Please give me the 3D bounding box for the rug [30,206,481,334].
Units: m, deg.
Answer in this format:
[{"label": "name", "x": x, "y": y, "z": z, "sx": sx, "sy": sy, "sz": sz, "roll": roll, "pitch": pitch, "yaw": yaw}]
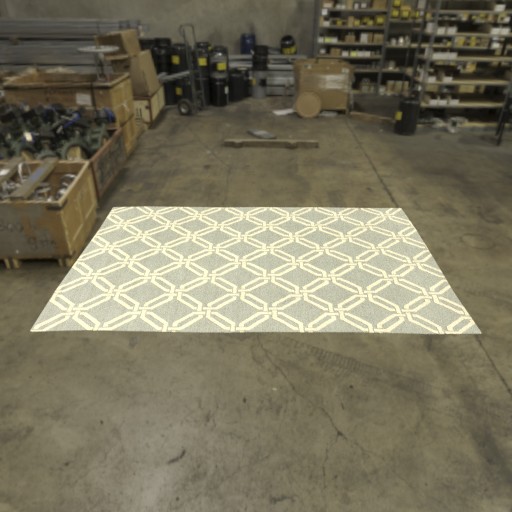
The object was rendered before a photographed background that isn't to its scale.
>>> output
[{"label": "rug", "x": 0.000, "y": 0.000, "z": 2.193, "sx": 1.754, "sy": 0.010, "sz": 1.148, "roll": 0, "pitch": 31, "yaw": 0}]
